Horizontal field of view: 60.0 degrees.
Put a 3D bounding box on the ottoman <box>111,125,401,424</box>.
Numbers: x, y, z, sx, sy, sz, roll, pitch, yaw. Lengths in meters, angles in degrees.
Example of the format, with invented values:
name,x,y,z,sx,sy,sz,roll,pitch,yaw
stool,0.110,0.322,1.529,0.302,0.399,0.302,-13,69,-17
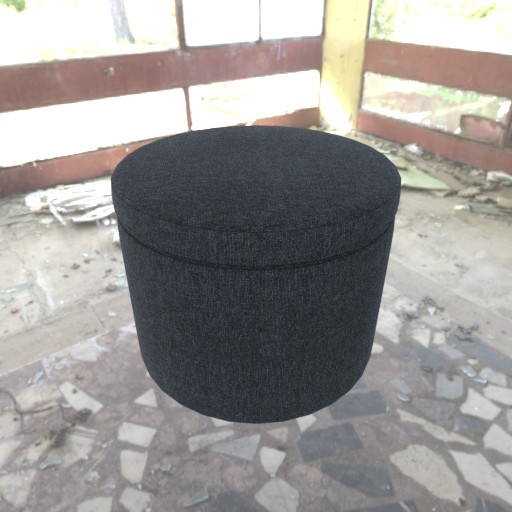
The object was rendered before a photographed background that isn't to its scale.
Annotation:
name,x,y,z,sx,sy,sz,roll,pitch,yaw
ottoman,0.000,0.000,0.881,0.500,0.419,0.500,0,32,0
